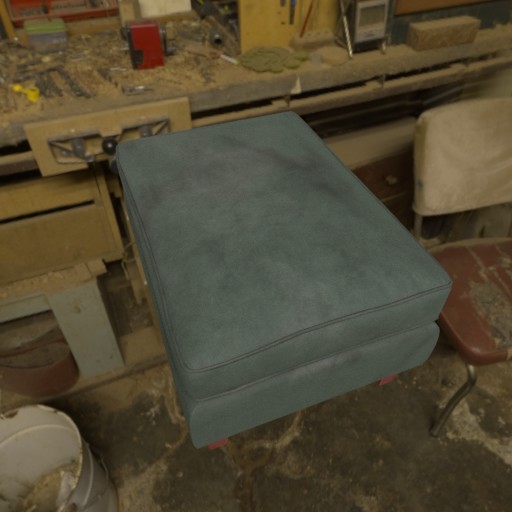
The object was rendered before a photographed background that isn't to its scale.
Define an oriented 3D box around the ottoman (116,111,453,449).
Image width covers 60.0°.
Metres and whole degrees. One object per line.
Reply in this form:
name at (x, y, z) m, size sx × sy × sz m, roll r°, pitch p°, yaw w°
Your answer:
ottoman at (0.000, 0.000, 1.282) m, size 0.632 × 0.495 × 0.864 m, roll -15°, pitch 47°, yaw -15°
